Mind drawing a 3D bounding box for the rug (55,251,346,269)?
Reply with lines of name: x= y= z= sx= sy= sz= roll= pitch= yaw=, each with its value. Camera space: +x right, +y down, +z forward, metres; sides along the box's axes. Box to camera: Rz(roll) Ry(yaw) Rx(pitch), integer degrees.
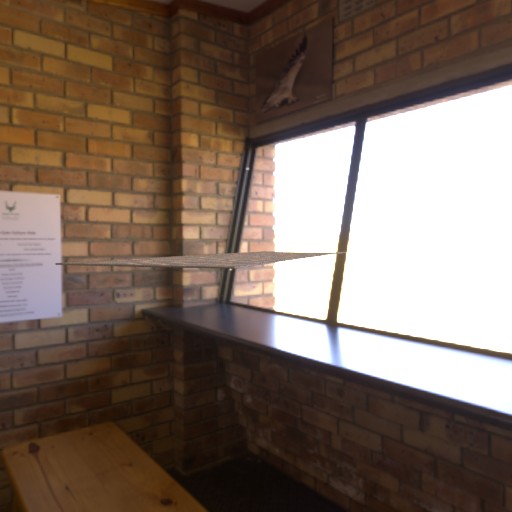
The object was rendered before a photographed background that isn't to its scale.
rug: x=0.000 y=0.000 z=2.501 sx=0.684 sy=0.009 sz=2.275 roll=1 pitch=2 yaw=20
